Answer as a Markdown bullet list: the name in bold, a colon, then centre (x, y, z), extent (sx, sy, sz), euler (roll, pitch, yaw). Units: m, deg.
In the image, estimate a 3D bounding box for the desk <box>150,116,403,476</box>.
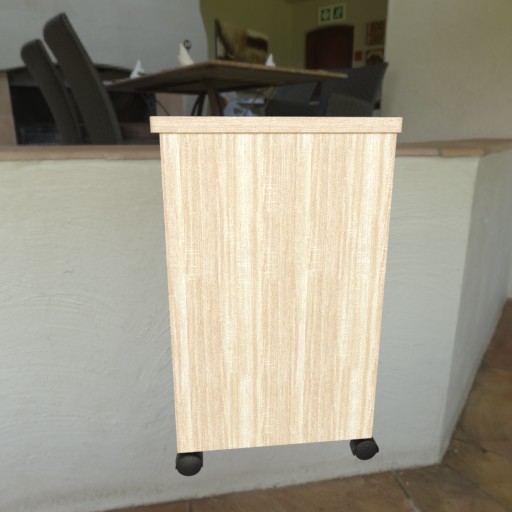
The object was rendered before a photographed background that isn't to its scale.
- **desk**: centre (0.000, 0.000, 1.330), extent (0.480, 0.770, 0.884), euler (-2, 16, -6)
